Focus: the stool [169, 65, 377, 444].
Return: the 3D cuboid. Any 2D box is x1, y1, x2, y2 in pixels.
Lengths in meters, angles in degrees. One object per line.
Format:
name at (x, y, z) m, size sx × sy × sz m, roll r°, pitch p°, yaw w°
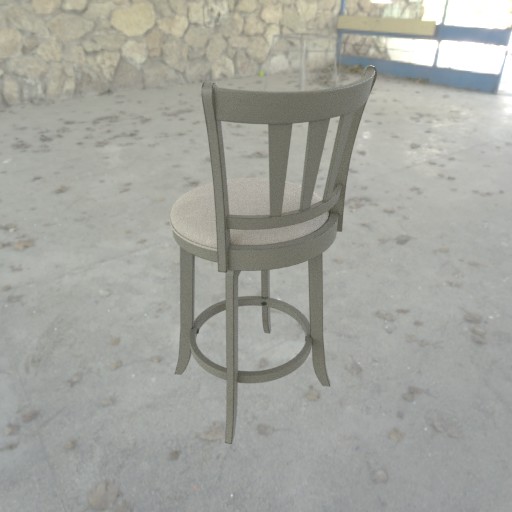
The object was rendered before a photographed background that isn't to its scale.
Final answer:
stool at (0.000, 0.000, 1.249) m, size 0.450 × 0.994 × 0.486 m, roll -19°, pitch 35°, yaw -30°
